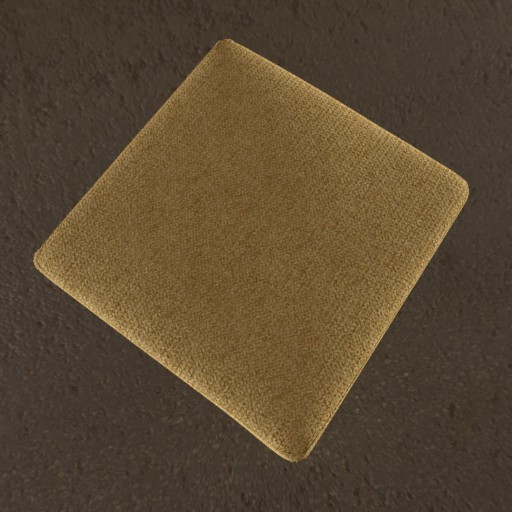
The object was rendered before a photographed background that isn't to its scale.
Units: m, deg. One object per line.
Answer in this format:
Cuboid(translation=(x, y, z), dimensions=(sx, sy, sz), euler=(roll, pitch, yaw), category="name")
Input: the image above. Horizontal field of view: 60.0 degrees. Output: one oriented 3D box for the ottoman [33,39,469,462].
Cuboid(translation=(0.000, 0.000, 0.867), dimensions=(0.505, 0.441, 0.512), euler=(34, 77, 9), category="ottoman")
